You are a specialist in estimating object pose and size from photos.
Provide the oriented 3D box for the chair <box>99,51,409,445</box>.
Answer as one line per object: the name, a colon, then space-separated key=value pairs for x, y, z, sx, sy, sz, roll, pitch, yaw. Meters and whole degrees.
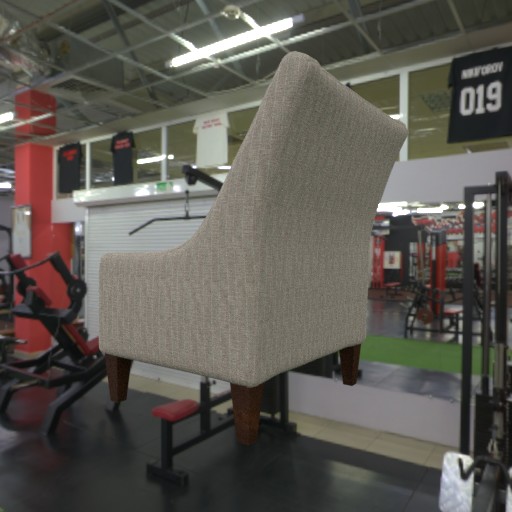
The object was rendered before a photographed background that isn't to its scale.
chair: x=0.000 y=0.000 z=1.608 sx=0.870 sy=1.014 sz=0.774 roll=0 pitch=1 yaw=37
